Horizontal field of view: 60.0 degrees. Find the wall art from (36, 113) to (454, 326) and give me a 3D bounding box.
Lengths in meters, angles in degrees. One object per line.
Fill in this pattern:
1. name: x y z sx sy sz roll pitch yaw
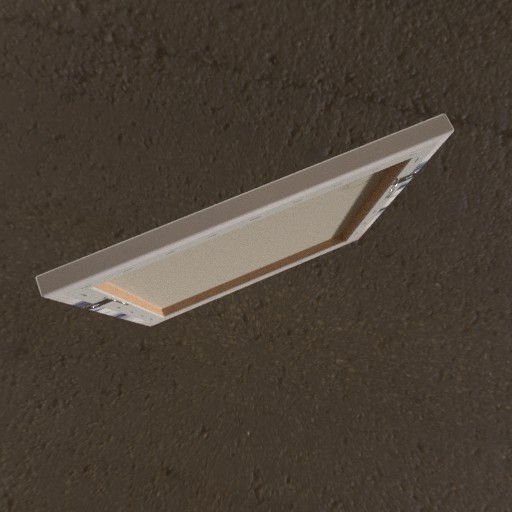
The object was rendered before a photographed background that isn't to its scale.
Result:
1. wall art: 0.000 0.000 1.109 0.755 0.747 0.065 -22 78 -5
